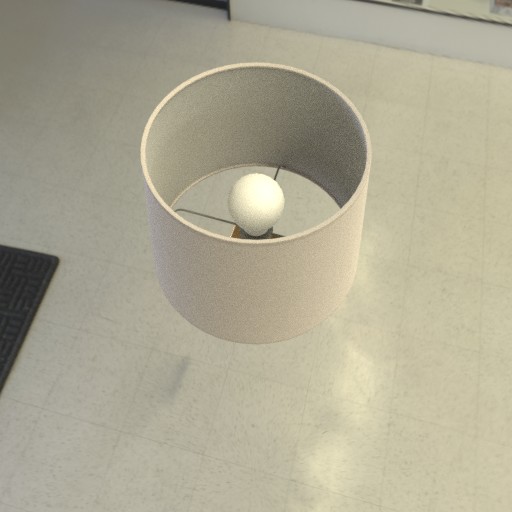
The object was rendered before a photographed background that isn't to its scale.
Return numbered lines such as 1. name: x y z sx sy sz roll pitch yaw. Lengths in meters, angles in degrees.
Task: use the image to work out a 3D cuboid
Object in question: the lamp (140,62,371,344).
1. lamp: 0.000 0.000 0.576 0.251 0.435 0.251 0 63 0
